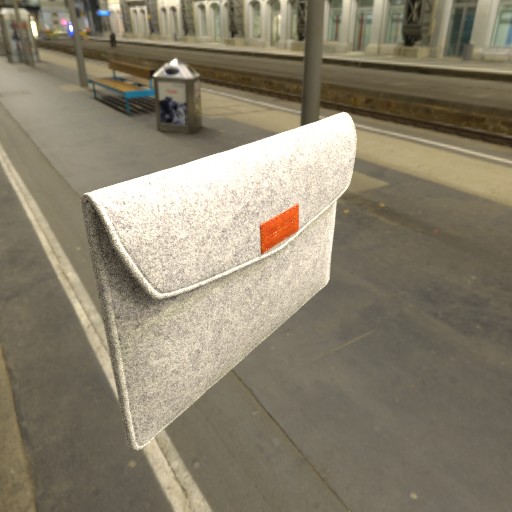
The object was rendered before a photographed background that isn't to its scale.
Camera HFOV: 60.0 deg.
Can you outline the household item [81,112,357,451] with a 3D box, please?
[{"bbox_3d":[0.000,0.000,0.424,0.057,0.221,0.335,18,33,31],"label":"household item"}]
